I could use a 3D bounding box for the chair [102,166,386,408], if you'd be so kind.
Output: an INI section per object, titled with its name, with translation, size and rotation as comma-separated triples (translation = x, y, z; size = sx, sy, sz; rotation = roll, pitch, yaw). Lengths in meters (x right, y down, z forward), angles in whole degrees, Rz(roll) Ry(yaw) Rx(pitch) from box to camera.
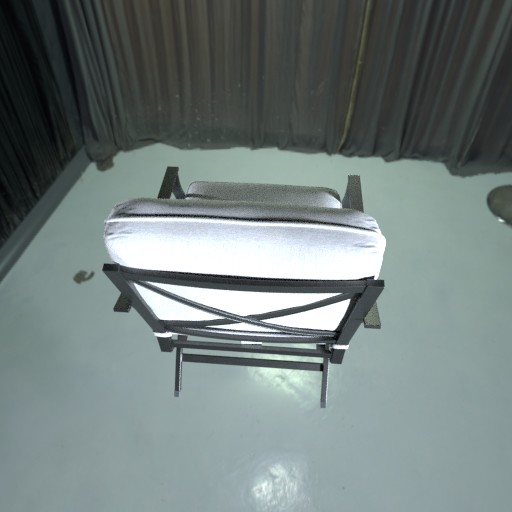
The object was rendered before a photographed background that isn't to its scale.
[chair]
translation = 0.000, 0.000, 1.399
size = 0.650, 0.860, 0.787
rotation = 3, 46, 3
